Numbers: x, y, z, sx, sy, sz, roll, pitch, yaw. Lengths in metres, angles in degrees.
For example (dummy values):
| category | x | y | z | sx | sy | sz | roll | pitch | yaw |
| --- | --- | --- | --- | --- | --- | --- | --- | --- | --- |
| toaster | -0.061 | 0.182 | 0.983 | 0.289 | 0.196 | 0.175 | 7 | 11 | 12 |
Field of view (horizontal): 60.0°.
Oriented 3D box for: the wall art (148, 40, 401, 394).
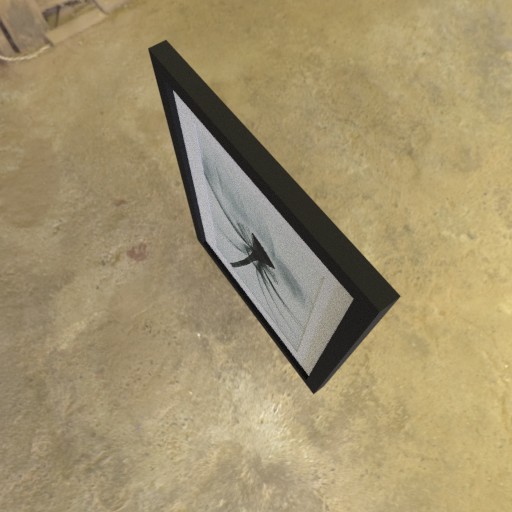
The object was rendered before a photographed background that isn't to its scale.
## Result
| category | x | y | z | sx | sy | sz | roll | pitch | yaw |
| --- | --- | --- | --- | --- | --- | --- | --- | --- | --- |
| wall art | 0.000 | 0.000 | 0.773 | 0.029 | 0.559 | 0.457 | -33 | 69 | -15 |
